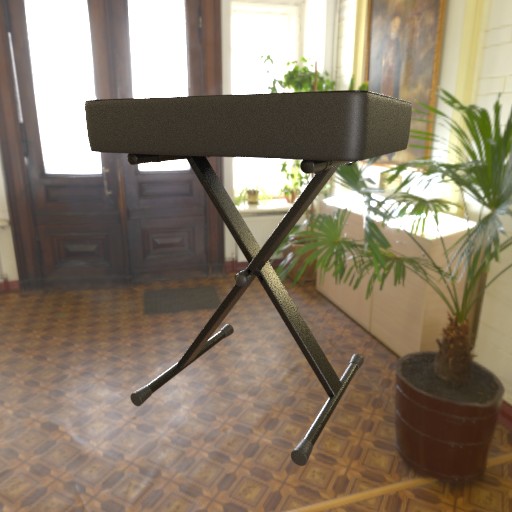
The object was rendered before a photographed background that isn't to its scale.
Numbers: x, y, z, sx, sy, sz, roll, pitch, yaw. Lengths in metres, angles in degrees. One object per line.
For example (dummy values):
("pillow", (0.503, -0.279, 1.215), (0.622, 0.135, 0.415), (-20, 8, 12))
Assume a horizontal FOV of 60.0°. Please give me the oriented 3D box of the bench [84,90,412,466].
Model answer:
("bench", (0.000, 0.000, 0.760), (0.424, 0.500, 0.321), (8, 18, 26))
